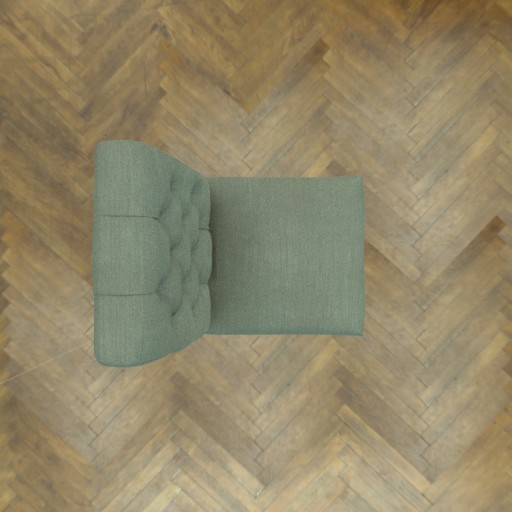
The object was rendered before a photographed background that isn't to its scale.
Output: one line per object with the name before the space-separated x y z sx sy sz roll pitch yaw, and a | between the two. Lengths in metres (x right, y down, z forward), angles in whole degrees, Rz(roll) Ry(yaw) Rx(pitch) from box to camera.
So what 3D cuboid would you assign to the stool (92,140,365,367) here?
stool | 0.000 0.000 1.417 0.660 1.084 0.486 0 89 1
